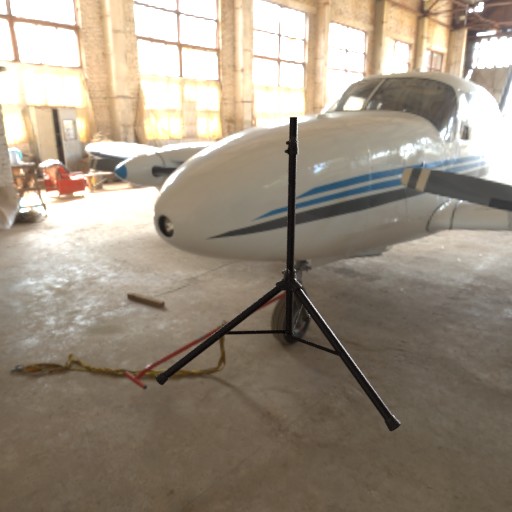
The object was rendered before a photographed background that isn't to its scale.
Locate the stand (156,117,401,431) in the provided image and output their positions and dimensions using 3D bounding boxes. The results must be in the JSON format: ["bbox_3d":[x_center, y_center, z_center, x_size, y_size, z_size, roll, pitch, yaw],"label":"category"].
[{"bbox_3d":[0.000,0.000,1.897,0.907,1.136,1.045,-3,17,-11],"label":"stand"}]
